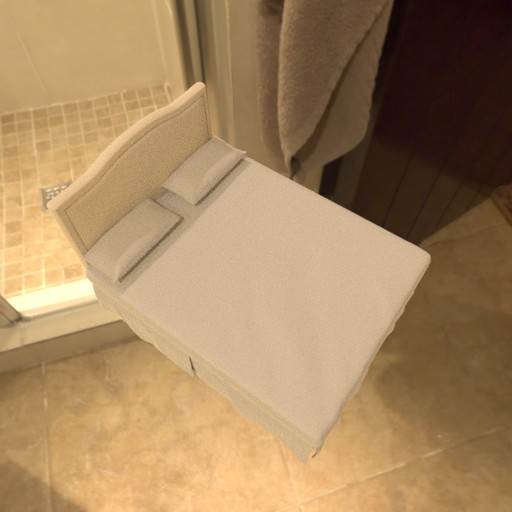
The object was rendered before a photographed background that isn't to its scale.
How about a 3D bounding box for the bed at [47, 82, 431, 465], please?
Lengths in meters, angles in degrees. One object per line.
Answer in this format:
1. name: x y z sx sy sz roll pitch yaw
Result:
1. bed: 0.000 0.000 3.655 2.477 1.437 1.977 31 63 18
